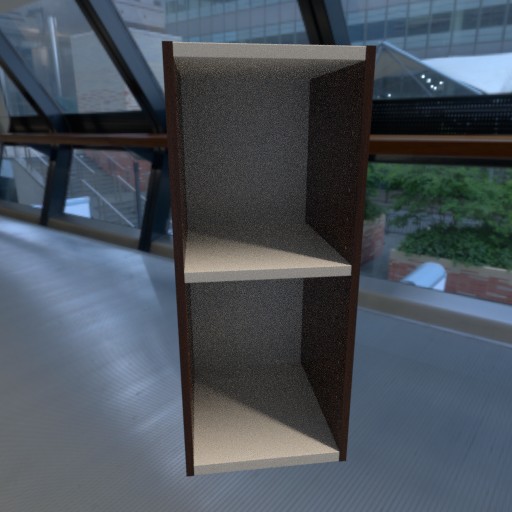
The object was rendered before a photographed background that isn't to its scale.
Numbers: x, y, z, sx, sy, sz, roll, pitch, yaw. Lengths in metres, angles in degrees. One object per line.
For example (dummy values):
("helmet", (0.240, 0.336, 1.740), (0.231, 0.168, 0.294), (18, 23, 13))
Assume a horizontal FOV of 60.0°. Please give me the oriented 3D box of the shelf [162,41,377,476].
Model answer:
("shelf", (0.000, 0.000, 0.735), (0.253, 0.600, 0.290), (-2, 17, -7))
